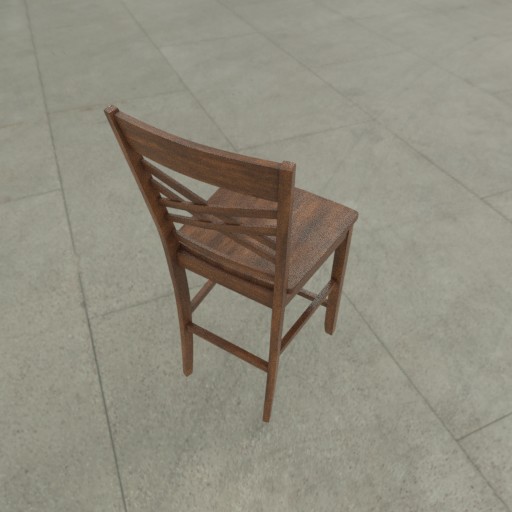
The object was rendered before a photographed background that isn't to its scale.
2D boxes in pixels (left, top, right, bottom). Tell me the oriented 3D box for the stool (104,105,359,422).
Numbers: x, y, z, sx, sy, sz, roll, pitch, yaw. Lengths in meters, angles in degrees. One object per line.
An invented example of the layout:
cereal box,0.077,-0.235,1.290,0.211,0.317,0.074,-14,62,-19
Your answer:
stool,0.000,0.000,1.400,0.462,1.079,0.539,23,49,22
